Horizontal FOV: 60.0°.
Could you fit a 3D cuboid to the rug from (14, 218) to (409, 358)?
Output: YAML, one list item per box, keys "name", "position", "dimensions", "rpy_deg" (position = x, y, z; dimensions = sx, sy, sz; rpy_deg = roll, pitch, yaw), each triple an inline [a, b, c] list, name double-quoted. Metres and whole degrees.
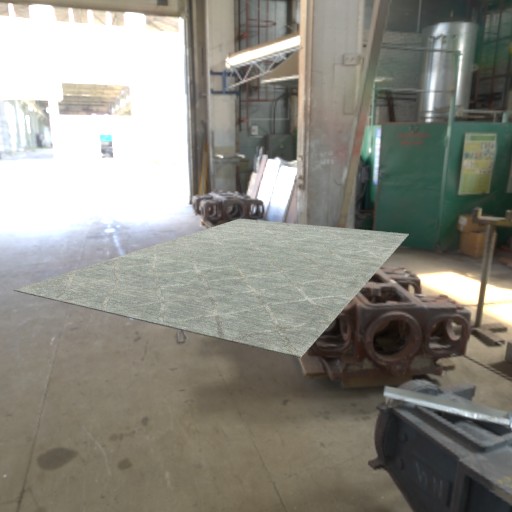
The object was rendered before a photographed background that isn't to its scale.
- name: "rug"
  position: [0.000, 0.000, 2.835]
  dimensions: [1.521, 0.006, 2.283]
  rpy_deg: [8, 17, 26]
